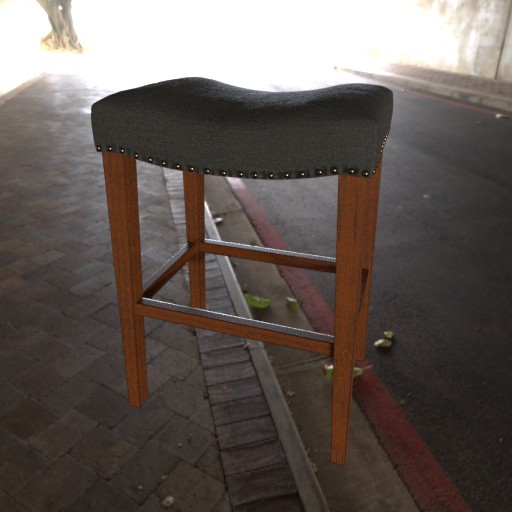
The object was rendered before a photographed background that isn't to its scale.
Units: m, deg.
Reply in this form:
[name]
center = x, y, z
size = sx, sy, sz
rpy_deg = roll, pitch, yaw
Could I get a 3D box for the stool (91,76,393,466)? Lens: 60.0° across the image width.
[stool]
center = 0.000, 0.000, 0.840
size = 0.439, 0.612, 0.320
rpy_deg = 9, 29, 17
